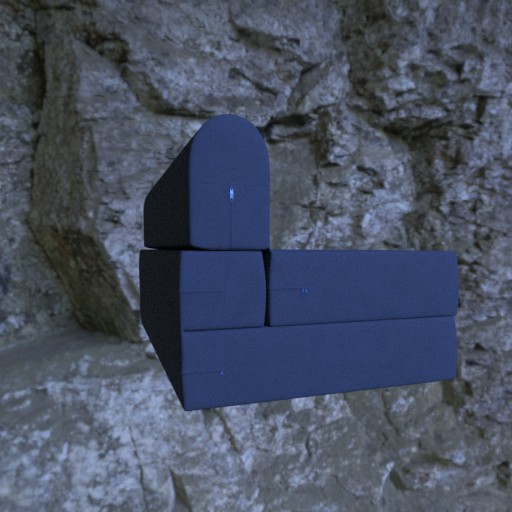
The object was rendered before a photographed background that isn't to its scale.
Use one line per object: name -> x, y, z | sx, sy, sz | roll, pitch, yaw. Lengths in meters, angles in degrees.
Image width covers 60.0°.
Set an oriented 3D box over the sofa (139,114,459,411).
sofa -> 0.000, 0.000, 1.645 | 0.762, 0.660, 1.219 | 0, 1, -19
